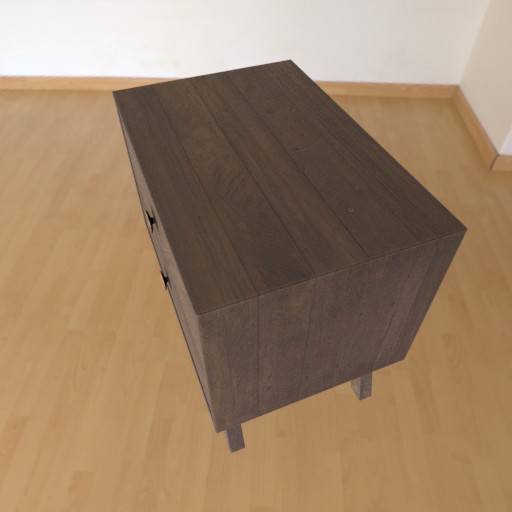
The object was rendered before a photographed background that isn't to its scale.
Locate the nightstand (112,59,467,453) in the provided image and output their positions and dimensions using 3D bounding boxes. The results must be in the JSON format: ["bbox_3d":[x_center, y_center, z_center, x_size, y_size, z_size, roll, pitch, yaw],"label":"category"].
[{"bbox_3d":[0.000,0.000,1.053,0.450,0.599,0.650,-16,49,-15],"label":"nightstand"}]
